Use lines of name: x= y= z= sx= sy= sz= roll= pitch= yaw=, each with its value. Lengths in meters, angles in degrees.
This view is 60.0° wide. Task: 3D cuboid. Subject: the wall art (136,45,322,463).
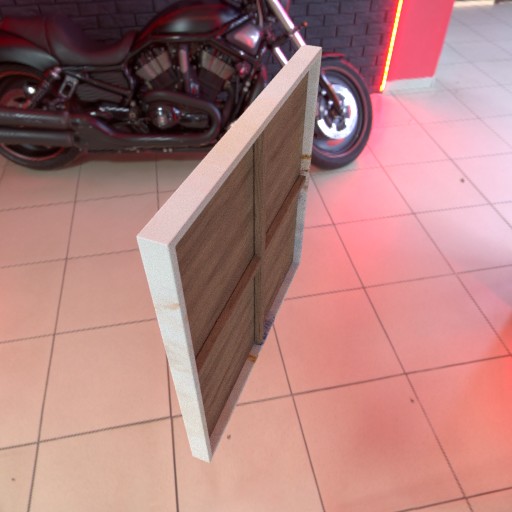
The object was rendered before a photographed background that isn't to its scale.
wall art: x=0.000 y=0.000 z=1.550 sx=0.071 sy=1.061 sz=1.061 roll=16 pitch=47 yaw=15
